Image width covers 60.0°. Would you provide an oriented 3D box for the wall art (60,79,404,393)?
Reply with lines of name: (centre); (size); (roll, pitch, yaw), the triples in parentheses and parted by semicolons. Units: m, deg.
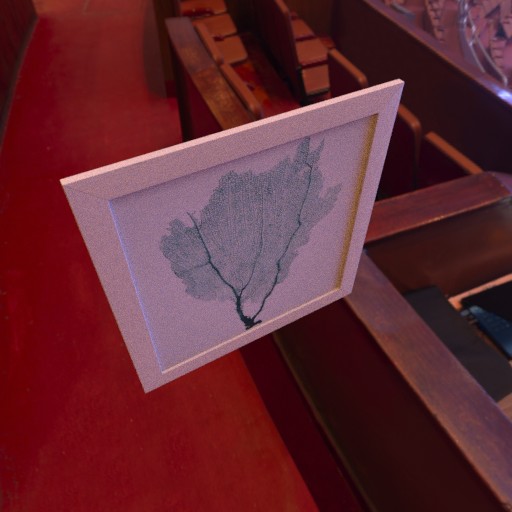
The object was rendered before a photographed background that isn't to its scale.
wall art: (0.000, 0.000, 0.871); (0.572, 0.577, 0.015); (-23, 51, -20)
